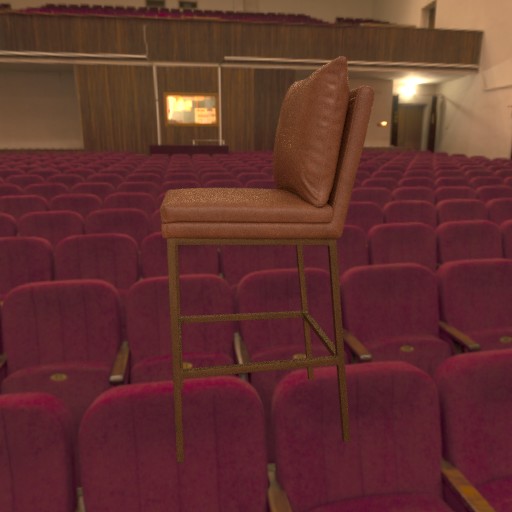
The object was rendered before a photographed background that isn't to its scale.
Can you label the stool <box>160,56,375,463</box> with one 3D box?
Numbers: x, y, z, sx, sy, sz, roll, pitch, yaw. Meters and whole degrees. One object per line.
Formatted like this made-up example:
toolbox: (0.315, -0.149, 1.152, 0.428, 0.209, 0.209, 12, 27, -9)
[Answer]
stool: (0.000, 0.000, 1.428, 0.571, 1.124, 0.463, -2, 13, -9)
